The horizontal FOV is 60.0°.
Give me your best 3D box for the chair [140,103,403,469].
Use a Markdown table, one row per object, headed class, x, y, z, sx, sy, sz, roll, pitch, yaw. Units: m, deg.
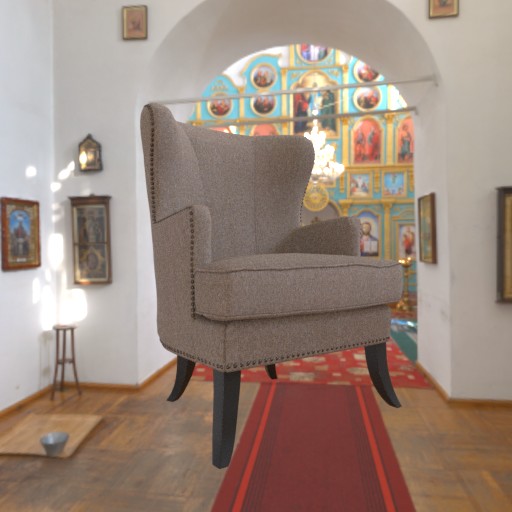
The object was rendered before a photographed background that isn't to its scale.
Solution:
| class | x | y | z | sx | sy | sz | roll | pitch | yaw |
| --- | --- | --- | --- | --- | --- | --- | --- | --- | --- |
| chair | 0.000 | 0.000 | 1.608 | 0.759 | 1.060 | 0.758 | 0 | 0 | -37 |
